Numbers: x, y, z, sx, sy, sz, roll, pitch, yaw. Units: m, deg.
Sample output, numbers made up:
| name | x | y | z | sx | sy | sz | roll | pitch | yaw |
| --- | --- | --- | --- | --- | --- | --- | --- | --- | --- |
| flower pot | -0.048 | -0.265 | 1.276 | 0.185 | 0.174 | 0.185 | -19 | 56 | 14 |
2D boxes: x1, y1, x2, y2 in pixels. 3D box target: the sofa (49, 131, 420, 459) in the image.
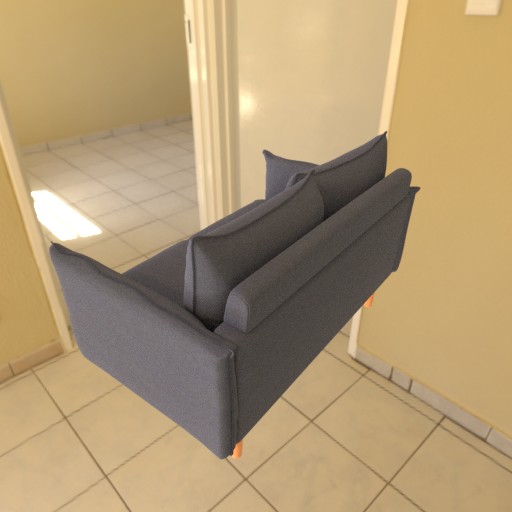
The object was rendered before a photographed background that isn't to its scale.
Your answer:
| name | x | y | z | sx | sy | sz | roll | pitch | yaw |
| --- | --- | --- | --- | --- | --- | --- | --- | --- | --- |
| sofa | 0.000 | 0.000 | 1.786 | 0.820 | 0.840 | 1.300 | 22 | 38 | 31 |
